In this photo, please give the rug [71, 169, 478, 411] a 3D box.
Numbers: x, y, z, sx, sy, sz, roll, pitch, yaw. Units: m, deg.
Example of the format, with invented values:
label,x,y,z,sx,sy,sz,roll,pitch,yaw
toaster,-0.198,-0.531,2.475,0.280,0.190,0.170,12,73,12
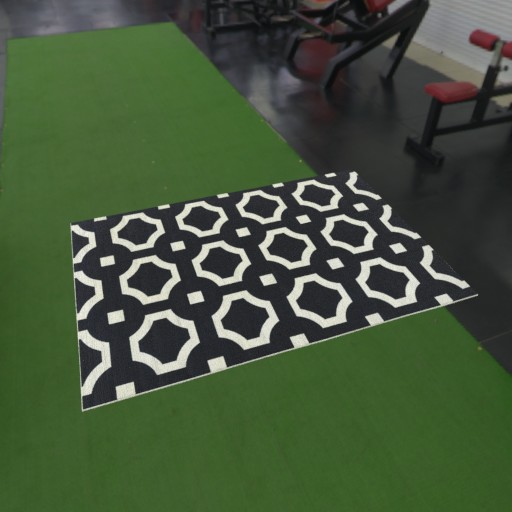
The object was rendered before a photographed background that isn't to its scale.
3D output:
label,x,y,z,sx,sy,sz,roll,pitch,yaw
rug,0.000,0.000,2.926,2.286,0.016,1.555,-13,43,-14
